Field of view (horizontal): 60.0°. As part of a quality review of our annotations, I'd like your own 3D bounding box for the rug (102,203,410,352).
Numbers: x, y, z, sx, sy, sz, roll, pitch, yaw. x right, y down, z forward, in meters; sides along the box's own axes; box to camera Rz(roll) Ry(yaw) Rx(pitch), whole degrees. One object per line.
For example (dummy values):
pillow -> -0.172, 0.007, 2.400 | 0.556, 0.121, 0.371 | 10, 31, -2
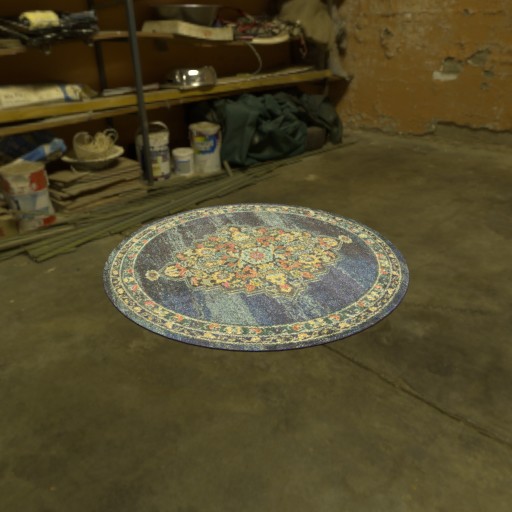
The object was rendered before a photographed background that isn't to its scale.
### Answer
rug -> 0.000, 0.000, 2.403 | 1.591, 0.010, 1.591 | 0, 27, 0
